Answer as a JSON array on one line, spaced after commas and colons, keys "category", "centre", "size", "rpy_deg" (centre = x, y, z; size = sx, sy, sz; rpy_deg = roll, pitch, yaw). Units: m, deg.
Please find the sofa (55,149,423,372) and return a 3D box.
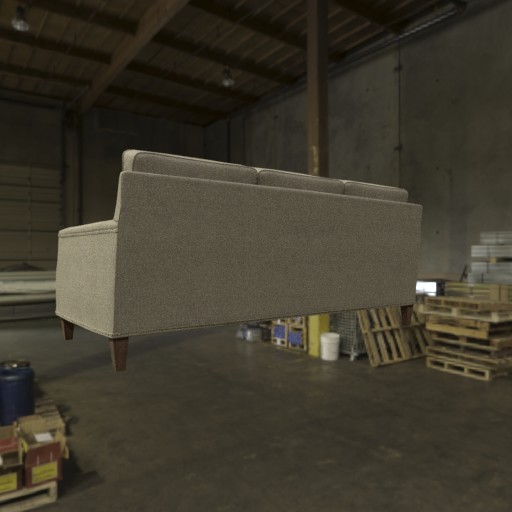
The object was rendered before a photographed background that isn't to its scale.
[{"category": "sofa", "centre": [0.000, 0.000, 2.907], "size": [2.246, 1.003, 1.084], "rpy_deg": [0, 0, -36]}]
